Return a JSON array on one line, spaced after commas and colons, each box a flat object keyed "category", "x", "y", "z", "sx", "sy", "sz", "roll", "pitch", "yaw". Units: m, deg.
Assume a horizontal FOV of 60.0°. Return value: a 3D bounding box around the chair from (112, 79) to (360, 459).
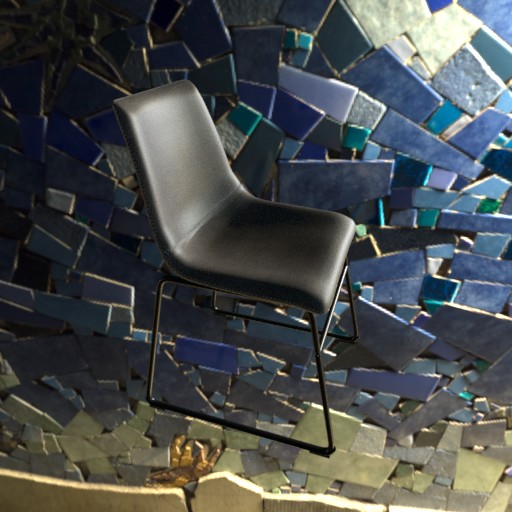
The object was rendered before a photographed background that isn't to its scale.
[{"category": "chair", "x": 0.000, "y": 0.000, "z": 1.130, "sx": 0.550, "sy": 0.780, "sz": 0.460, "roll": 10, "pitch": 31, "yaw": 16}]
